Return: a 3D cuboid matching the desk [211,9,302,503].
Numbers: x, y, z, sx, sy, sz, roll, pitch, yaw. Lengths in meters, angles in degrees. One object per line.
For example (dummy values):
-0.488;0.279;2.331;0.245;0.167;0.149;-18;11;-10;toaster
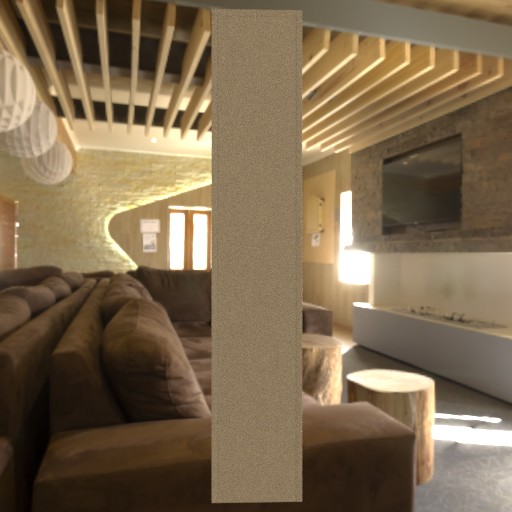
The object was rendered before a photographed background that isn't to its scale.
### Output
0.000;0.000;1.526;0.250;1.280;0.750;0;0;-1;desk
